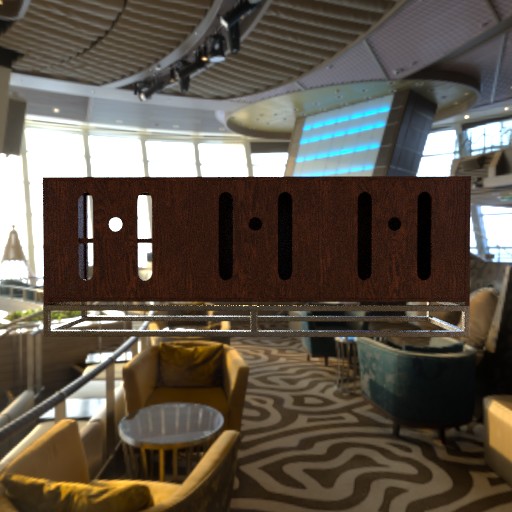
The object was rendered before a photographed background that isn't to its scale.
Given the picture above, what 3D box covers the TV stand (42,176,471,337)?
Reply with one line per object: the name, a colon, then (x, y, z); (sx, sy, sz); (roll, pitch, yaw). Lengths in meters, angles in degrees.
TV stand: (0.000, 0.000, 1.785); (1.541, 0.578, 0.382); (0, 1, 1)
